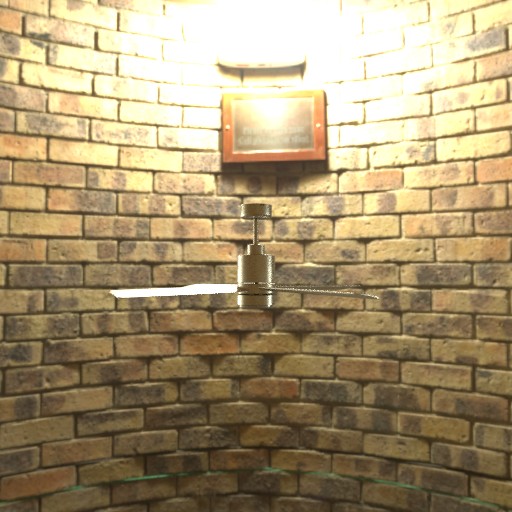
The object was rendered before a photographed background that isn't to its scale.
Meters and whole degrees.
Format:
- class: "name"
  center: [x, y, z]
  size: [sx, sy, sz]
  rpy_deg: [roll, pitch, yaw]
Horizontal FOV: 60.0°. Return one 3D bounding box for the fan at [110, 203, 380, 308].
- class: "fan"
  center: [0.000, 0.000, 2.368]
  size: [1.525, 0.539, 1.525]
  rpy_deg: [2, -3, -36]
